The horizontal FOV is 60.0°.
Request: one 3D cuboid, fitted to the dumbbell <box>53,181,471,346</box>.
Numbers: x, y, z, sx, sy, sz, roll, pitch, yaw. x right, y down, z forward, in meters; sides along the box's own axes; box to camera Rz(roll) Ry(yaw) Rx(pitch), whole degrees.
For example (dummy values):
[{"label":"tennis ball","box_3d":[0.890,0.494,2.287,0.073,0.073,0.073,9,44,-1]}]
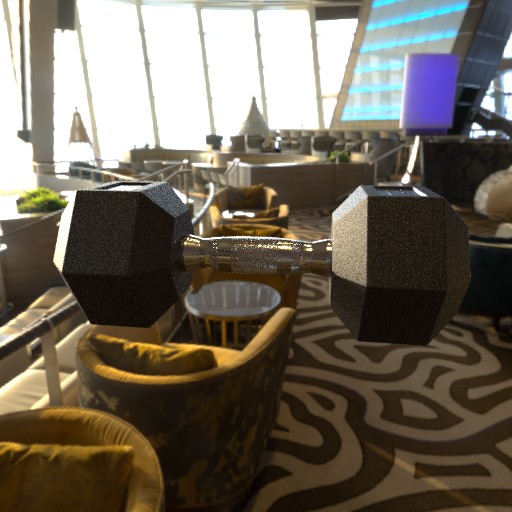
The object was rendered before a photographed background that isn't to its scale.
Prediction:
[{"label":"dumbbell","box_3d":[0.000,0.000,0.369,0.315,0.113,0.129,2,16,8]}]
